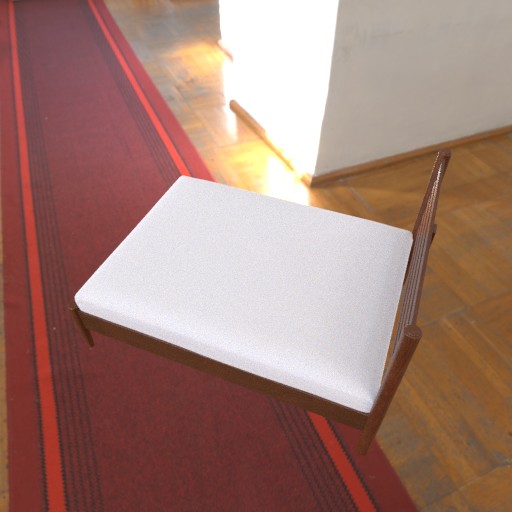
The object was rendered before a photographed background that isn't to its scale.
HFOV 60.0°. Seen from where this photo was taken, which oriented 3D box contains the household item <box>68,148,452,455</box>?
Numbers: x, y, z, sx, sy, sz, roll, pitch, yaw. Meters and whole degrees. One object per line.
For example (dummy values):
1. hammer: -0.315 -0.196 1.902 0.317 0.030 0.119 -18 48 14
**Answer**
1. household item: 0.000 0.000 3.254 2.232 1.356 1.663 16 47 15
